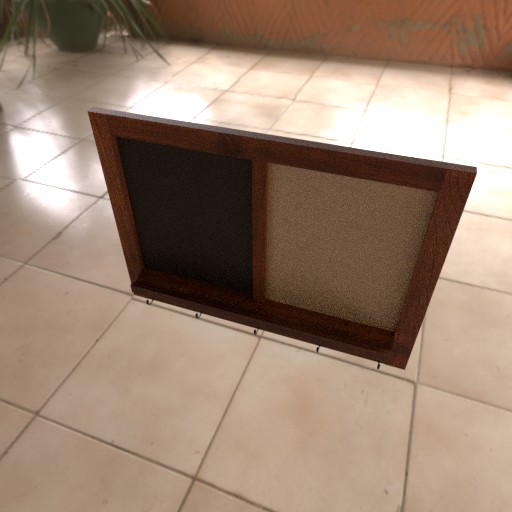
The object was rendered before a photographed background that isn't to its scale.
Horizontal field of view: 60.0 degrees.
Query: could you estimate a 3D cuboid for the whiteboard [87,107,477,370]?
[{"bbox_3d":[0.000,0.000,1.002,0.768,0.553,0.083,13,42,15],"label":"whiteboard"}]
